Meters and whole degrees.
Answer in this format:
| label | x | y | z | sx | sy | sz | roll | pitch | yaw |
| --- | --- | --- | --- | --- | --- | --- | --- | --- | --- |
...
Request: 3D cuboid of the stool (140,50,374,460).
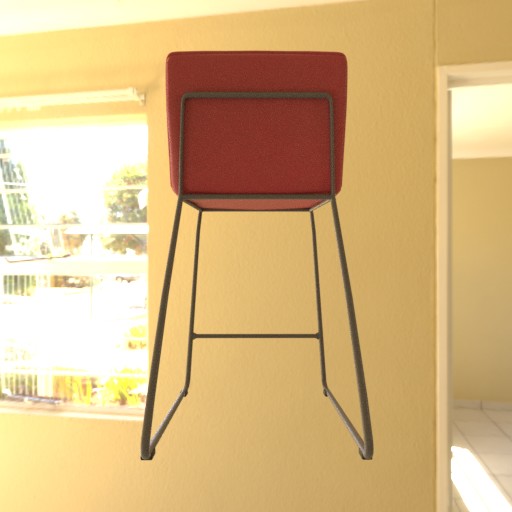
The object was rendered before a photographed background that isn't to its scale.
| label | x | y | z | sx | sy | sz | roll | pitch | yaw |
| --- | --- | --- | --- | --- | --- | --- | --- | --- | --- |
| stool | 0.000 | 0.000 | 1.169 | 0.489 | 0.866 | 0.524 | 0 | -1 | 0 |
